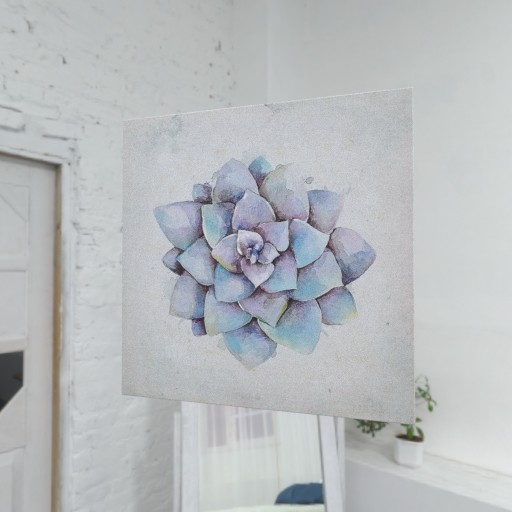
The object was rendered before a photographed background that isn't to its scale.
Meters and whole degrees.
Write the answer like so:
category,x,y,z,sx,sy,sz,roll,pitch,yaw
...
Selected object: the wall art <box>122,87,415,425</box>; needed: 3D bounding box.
category,x,y,z,sx,sy,sz,roll,pitch,yaw
wall art,0.000,0.000,0.912,0.612,0.612,0.040,0,-1,18
